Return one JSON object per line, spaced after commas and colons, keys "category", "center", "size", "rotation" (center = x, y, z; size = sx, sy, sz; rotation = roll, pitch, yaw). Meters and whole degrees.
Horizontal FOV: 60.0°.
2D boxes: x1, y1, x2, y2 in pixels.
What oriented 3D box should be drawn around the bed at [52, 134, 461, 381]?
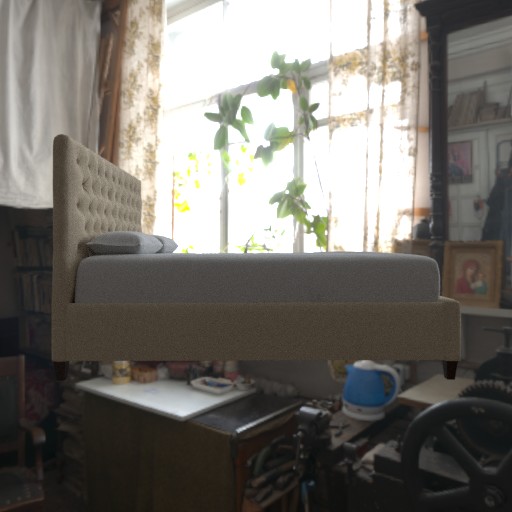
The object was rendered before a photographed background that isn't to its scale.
{"category": "bed", "center": [0.000, 0.000, 3.392], "size": [2.387, 1.427, 1.698], "rotation": [0, 1, 0]}
